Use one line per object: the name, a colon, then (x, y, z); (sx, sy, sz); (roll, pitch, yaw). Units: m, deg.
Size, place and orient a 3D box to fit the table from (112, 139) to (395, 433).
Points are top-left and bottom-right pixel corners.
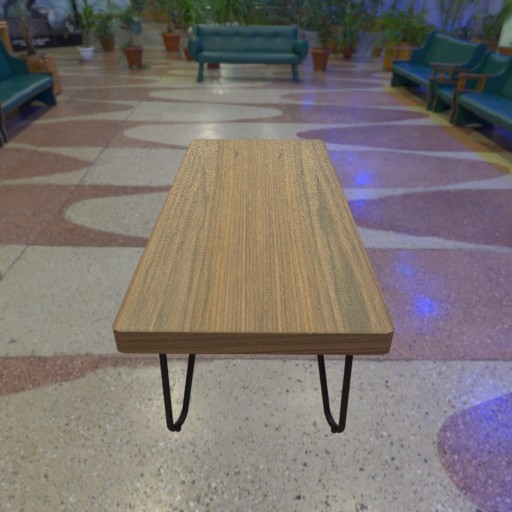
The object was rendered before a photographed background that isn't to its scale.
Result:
table: (0.000, 0.000, 1.680); (0.637, 0.468, 1.375); (0, 32, 0)
